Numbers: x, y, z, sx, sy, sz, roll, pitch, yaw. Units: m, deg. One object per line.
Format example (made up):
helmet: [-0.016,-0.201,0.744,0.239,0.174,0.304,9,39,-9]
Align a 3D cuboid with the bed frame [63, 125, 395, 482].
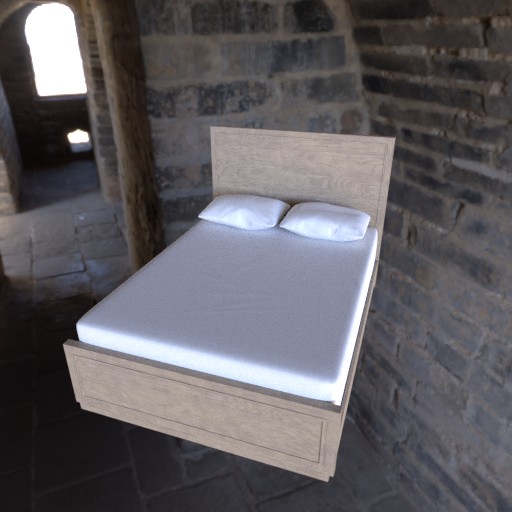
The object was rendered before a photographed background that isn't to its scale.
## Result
bed frame: [0.000,0.000,3.167,1.606,1.369,2.189,9,28,17]
